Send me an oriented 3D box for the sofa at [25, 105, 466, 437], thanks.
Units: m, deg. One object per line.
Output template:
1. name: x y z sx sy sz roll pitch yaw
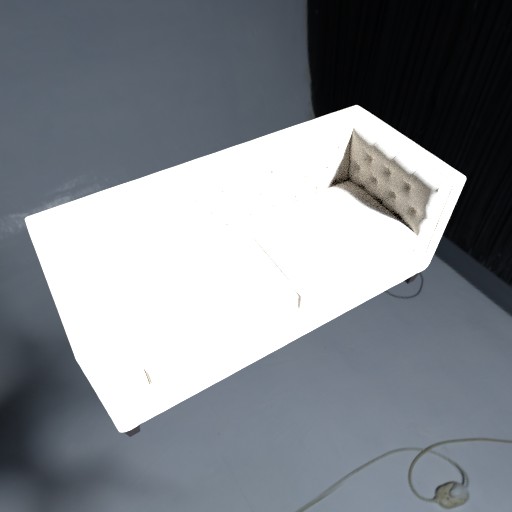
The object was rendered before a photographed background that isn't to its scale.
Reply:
1. sofa: 0.000 0.000 2.187 1.778 0.762 0.775 -24 52 -21
